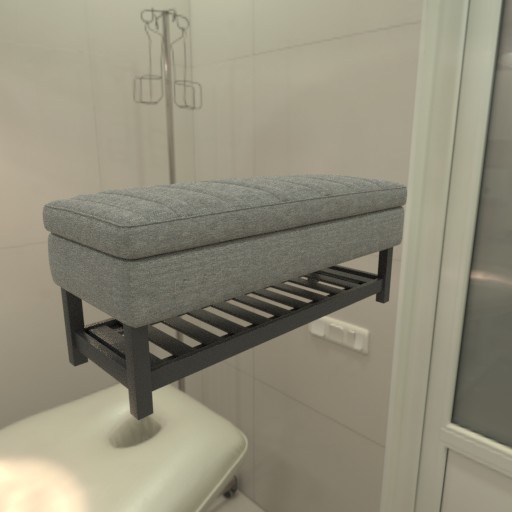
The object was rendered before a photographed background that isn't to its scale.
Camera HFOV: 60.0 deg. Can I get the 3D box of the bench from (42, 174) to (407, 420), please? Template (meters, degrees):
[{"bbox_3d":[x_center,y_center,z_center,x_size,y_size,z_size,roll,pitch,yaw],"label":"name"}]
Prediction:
[{"bbox_3d":[0.000,0.000,1.358,1.100,0.470,0.429,-14,20,-43],"label":"bench"}]
